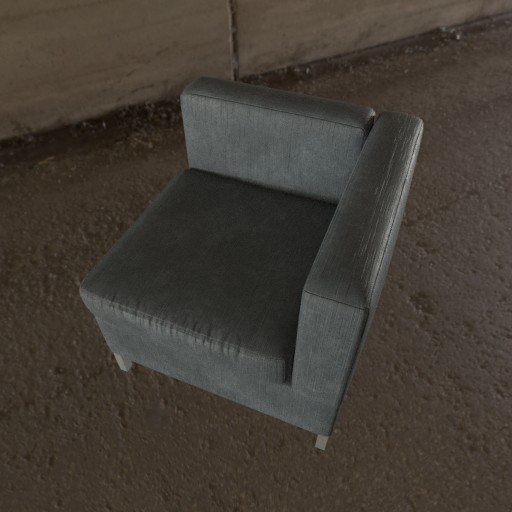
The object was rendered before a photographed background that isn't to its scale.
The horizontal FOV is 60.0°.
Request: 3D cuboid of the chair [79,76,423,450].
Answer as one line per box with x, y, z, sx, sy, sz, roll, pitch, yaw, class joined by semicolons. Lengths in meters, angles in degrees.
0.000;0.000;1.216;0.680;0.660;0.680;16;49;15;chair
